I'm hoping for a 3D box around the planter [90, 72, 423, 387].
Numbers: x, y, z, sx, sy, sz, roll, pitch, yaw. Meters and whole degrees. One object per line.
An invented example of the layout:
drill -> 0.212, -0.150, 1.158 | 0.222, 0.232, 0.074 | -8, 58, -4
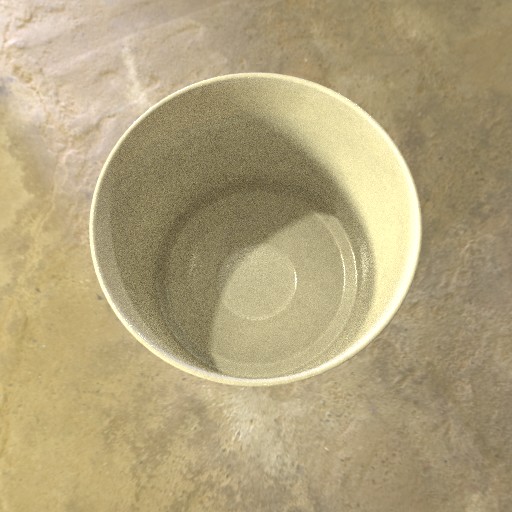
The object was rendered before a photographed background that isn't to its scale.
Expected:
planter -> 0.000, 0.000, 0.448 | 0.250, 0.239, 0.250 | 0, 74, 0
